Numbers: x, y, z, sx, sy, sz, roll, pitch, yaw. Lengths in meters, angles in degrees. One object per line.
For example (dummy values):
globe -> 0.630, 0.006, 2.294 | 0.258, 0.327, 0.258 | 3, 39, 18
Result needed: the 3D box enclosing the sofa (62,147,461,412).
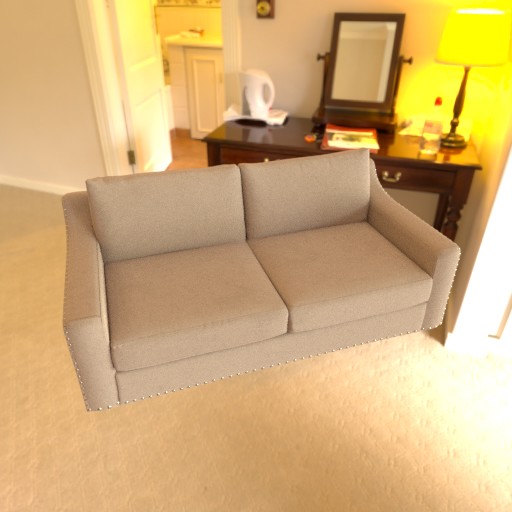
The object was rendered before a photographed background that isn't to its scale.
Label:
sofa -> 0.000, 0.000, 2.498 | 1.967, 0.901, 1.030 | -10, 33, -16
